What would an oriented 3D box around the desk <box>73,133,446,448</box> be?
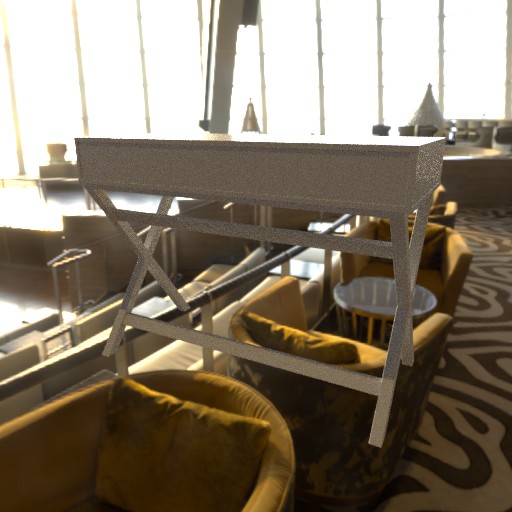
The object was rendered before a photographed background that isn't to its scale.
[{"bbox_3d":[0.000,0.000,1.506,1.059,0.780,0.509,9,19,27],"label":"desk"}]
